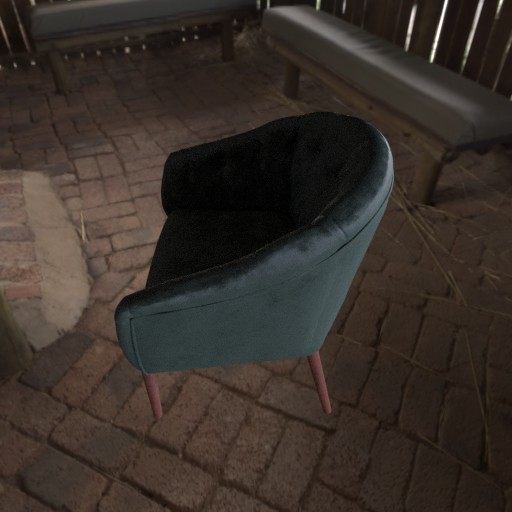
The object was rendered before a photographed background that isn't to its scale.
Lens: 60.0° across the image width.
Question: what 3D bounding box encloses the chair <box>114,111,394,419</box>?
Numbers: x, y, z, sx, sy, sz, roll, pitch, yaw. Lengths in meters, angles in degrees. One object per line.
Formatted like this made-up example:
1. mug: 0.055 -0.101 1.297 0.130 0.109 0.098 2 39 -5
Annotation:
1. chair: 0.000 0.000 1.525 0.776 0.885 0.851 0 41 0
